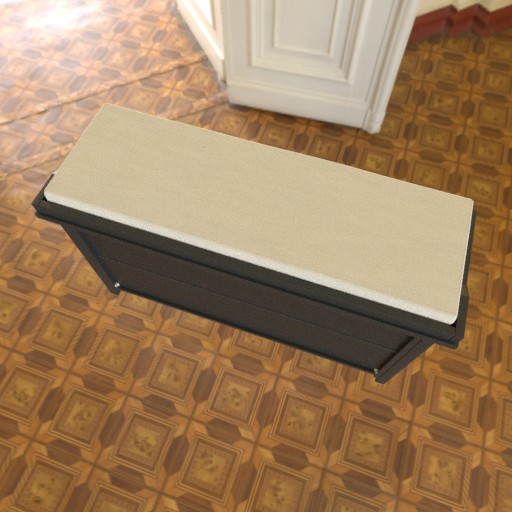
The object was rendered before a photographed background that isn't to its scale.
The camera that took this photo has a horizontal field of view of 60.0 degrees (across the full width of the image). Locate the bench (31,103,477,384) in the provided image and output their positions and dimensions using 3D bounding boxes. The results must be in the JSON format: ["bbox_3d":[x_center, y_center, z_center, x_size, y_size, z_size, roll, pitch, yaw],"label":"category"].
[{"bbox_3d":[0.000,0.000,1.228,0.973,0.561,0.345,17,64,9],"label":"bench"}]
